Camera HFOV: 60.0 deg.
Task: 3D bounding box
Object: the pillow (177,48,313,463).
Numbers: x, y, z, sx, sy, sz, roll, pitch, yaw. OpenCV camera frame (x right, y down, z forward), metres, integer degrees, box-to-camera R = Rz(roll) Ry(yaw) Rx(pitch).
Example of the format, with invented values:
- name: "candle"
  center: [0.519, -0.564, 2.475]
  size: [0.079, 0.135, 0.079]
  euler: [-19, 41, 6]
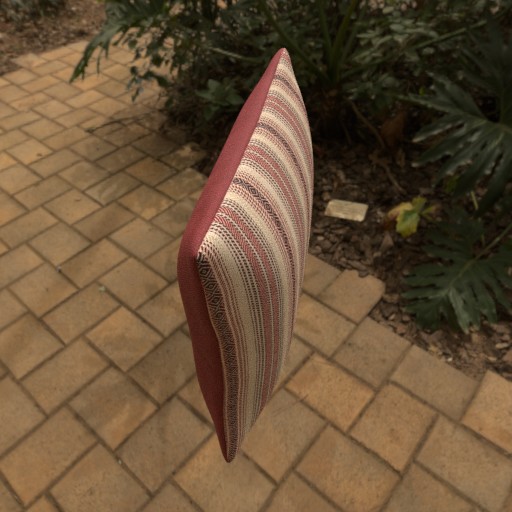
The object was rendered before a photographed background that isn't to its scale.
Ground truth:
- name: "pillow"
  center: [0.000, 0.000, 0.752]
  size: [0.166, 0.497, 0.513]
  euler: [8, 46, 8]
